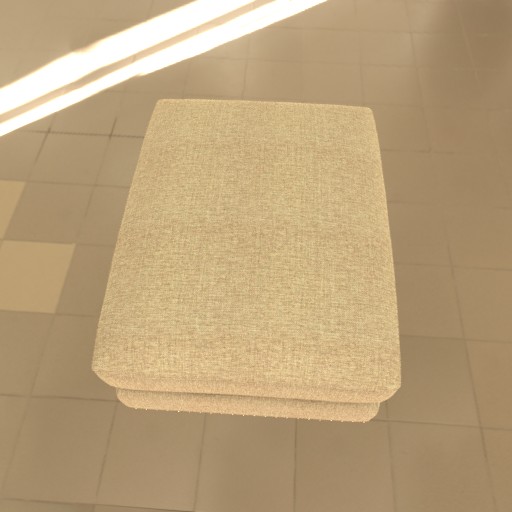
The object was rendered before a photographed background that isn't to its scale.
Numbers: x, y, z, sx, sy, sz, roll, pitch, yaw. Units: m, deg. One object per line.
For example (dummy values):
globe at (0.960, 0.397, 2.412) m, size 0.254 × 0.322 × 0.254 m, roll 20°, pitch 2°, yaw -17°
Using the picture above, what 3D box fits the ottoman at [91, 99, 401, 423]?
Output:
ottoman at (0.000, 0.000, 1.132) m, size 0.584 × 0.513 × 0.741 m, roll 3°, pitch 60°, yaw 2°
